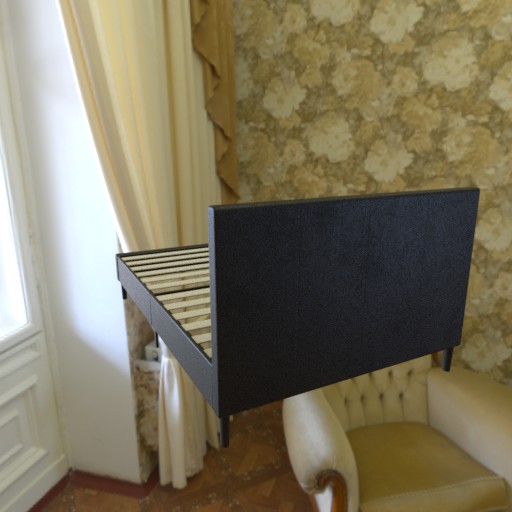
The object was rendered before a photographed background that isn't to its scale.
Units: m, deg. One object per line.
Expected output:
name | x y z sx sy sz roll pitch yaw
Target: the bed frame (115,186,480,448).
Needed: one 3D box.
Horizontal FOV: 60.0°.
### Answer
bed frame | 0.000 0.000 2.984 1.469 1.046 2.152 -8 17 -27
